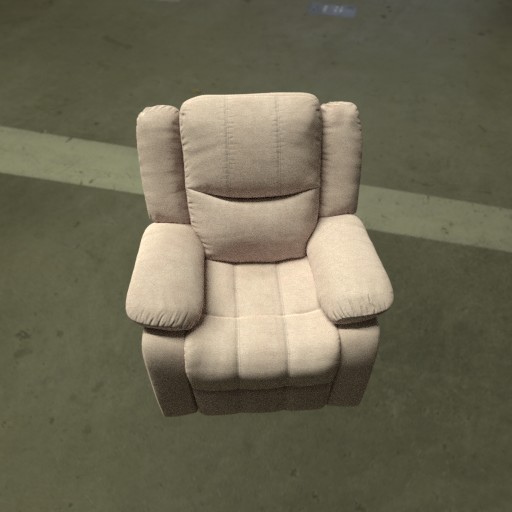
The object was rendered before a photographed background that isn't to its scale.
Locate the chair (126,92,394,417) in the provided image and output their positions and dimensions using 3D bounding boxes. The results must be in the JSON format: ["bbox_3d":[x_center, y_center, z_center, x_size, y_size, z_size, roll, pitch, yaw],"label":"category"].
[{"bbox_3d":[0.000,0.000,1.751,0.899,1.008,0.944,-2,48,-2],"label":"chair"}]
